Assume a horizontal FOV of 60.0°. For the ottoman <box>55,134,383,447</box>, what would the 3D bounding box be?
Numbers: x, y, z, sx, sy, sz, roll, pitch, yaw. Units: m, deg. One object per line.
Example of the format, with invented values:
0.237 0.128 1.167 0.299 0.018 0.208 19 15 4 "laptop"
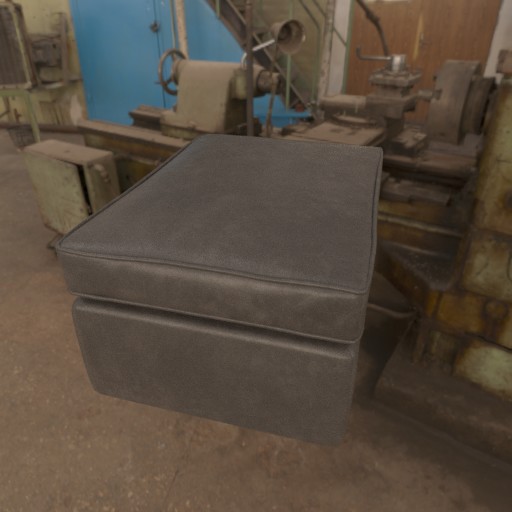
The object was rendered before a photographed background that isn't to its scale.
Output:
0.000 0.000 1.107 0.554 0.445 0.756 8 32 13 "ottoman"
